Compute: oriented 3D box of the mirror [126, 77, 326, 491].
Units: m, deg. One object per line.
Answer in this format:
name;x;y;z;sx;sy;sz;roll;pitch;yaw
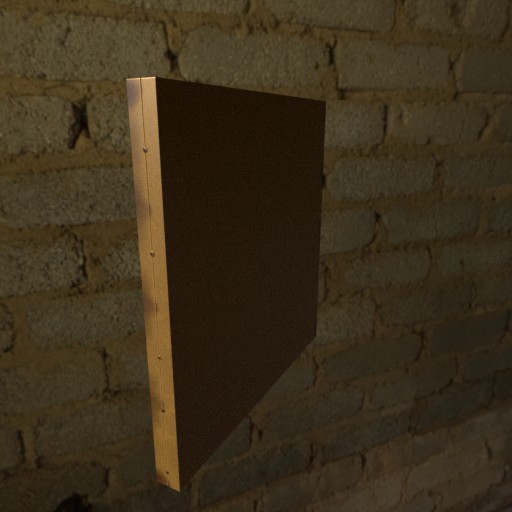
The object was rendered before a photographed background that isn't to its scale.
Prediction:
mirror;0.000;0.000;0.735;0.042;0.507;0.509;8;18;27
